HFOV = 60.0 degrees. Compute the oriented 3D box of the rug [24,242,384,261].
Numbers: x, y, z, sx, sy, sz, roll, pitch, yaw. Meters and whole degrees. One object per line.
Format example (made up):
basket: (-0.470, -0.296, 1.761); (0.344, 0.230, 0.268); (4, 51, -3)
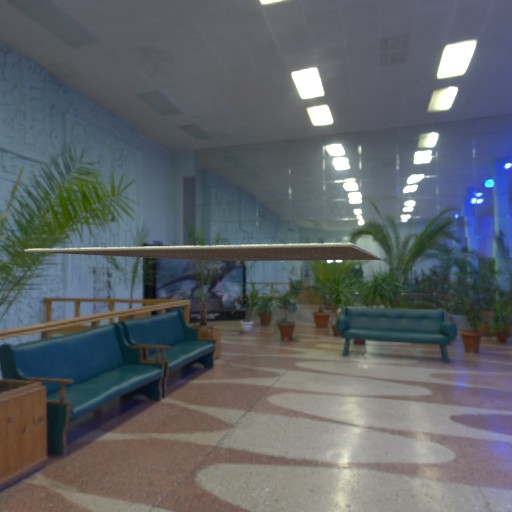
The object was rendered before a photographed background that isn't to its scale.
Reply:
rug: (0.000, 0.000, 3.493); (1.819, 0.018, 2.746); (-1, -2, 19)
